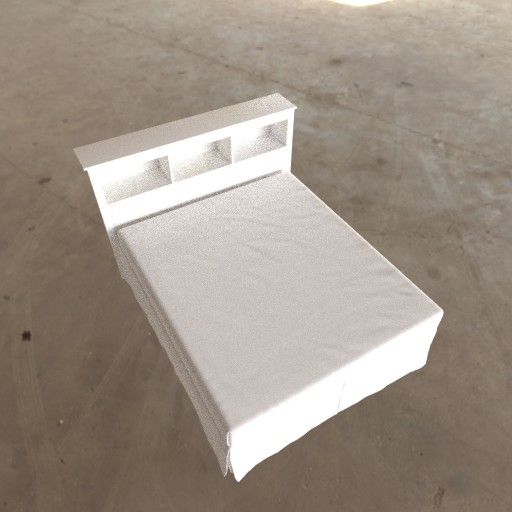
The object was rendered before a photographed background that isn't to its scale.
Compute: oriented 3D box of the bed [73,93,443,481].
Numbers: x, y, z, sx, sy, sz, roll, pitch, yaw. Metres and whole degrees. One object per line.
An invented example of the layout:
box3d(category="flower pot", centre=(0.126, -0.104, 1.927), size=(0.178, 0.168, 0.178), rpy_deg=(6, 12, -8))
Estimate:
box3d(category="bed", centre=(0.000, 0.000, 3.086), size=(1.671, 1.092, 2.133), rpy_deg=(-23, 50, -21))
